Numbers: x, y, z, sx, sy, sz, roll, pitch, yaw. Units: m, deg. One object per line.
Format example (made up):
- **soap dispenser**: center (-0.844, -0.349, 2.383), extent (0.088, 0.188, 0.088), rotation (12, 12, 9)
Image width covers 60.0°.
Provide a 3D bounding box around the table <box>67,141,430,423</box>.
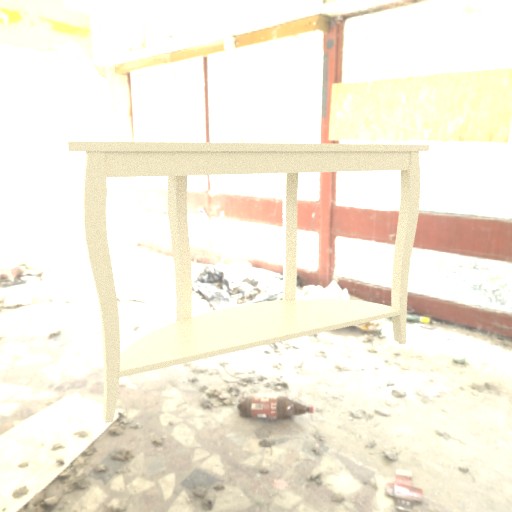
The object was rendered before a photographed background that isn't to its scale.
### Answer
- **table**: center (0.000, 0.000, 1.593), extent (1.219, 0.780, 0.394), rotation (-7, 15, -27)
